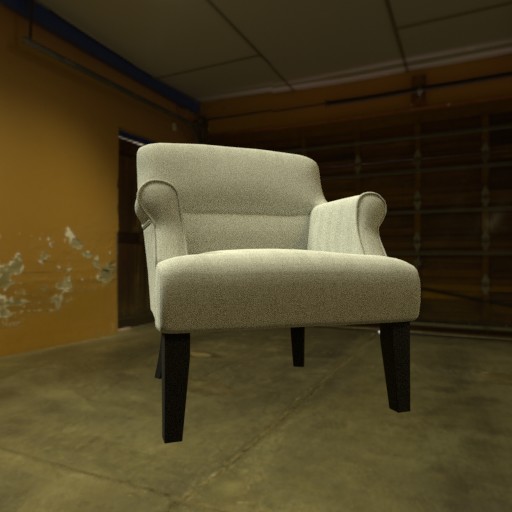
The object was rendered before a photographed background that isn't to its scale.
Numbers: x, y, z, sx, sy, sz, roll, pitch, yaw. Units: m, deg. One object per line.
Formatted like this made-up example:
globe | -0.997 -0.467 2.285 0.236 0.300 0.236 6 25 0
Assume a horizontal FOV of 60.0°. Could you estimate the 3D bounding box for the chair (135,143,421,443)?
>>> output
chair | 0.000 0.000 1.456 0.781 0.875 0.750 0 -1 -19
